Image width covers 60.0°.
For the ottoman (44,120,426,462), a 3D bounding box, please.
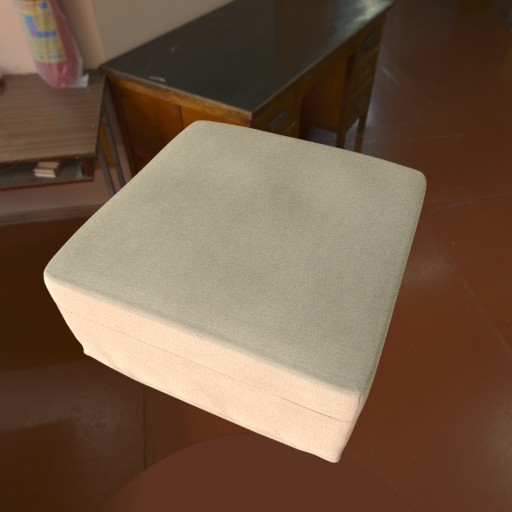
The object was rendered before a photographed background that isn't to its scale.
[{"bbox_3d":[0.000,0.000,1.353,0.843,0.441,0.842,18,49,16],"label":"ottoman"}]
